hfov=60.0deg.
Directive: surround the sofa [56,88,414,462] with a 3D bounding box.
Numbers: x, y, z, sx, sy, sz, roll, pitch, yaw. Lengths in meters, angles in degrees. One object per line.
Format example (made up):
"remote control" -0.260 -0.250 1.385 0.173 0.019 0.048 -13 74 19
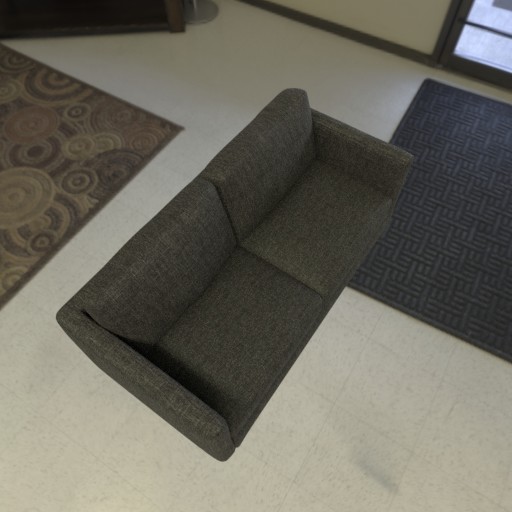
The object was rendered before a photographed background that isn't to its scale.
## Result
"sofa" 0.000 0.000 2.474 0.950 0.963 1.884 31 63 18
